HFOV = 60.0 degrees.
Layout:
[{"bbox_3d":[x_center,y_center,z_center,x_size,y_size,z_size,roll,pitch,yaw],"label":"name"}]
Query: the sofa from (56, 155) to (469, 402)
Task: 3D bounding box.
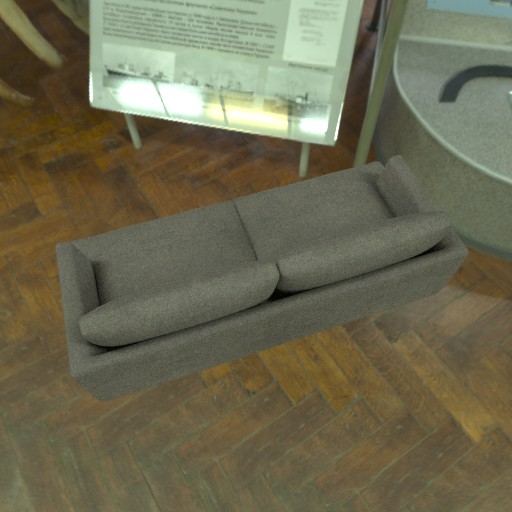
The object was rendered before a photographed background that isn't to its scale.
[{"bbox_3d":[0.000,0.000,2.768,2.250,0.868,1.020,-16,59,-10],"label":"sofa"}]
